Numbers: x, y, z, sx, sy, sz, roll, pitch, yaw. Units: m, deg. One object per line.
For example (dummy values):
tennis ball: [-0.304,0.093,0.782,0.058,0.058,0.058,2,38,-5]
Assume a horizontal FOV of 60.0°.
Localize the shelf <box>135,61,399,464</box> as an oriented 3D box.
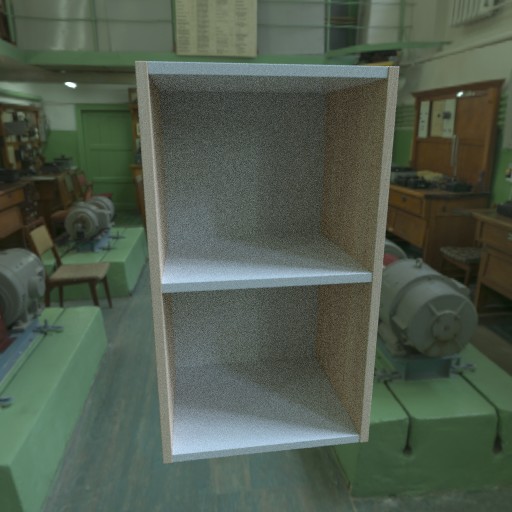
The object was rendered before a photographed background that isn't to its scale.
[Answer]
shelf: [0.000,0.000,0.794,0.350,0.600,0.290,-2,16,-8]
